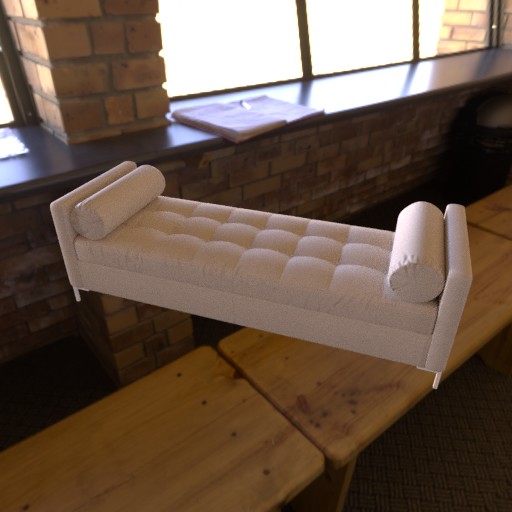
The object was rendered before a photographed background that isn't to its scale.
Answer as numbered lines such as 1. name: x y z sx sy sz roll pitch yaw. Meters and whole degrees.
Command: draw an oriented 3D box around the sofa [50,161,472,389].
1. sofa: 0.000 0.000 2.380 1.981 0.635 0.686 10 33 16
